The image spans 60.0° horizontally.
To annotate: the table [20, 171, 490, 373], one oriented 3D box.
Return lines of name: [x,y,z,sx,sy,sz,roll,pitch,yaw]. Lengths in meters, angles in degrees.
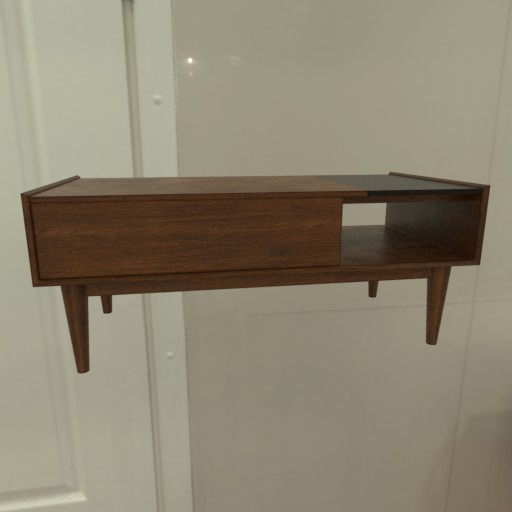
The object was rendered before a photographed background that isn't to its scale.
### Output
table: [0.000,0.000,1.489,1.221,0.508,0.610,-2,15,-9]
